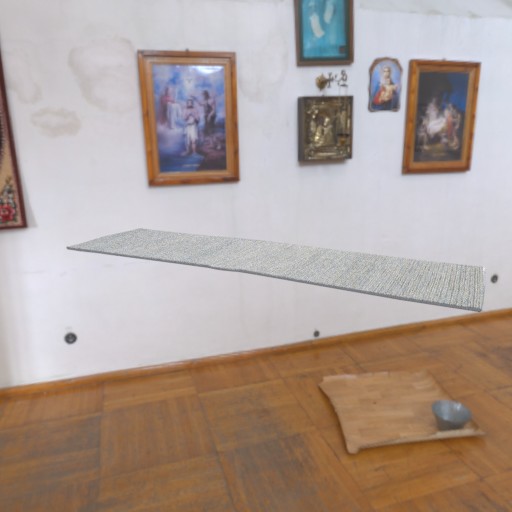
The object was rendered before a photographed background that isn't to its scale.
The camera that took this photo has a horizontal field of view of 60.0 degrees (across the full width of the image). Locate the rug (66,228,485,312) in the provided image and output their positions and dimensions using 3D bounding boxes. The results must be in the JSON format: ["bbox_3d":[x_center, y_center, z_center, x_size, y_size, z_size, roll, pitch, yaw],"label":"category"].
[{"bbox_3d":[0.000,0.000,2.532,2.341,0.037,0.675,7,16,27],"label":"rug"}]
